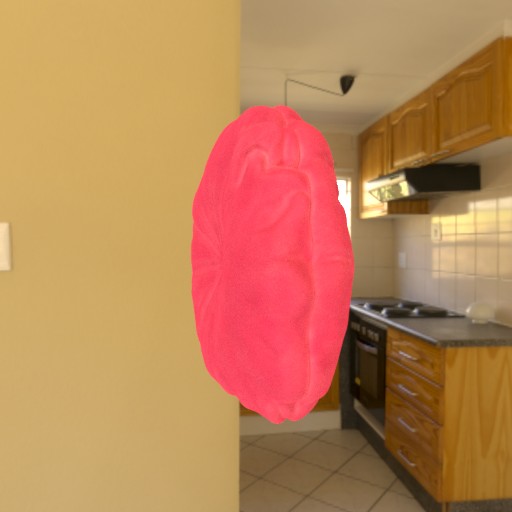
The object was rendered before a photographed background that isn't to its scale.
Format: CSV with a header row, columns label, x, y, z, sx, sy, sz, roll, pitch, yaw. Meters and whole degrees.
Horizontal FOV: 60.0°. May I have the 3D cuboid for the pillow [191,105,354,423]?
label,x,y,z,sx,sy,sz,roll,pitch,yaw
pillow,0.000,0.000,0.633,0.148,0.407,0.428,0,1,-17
